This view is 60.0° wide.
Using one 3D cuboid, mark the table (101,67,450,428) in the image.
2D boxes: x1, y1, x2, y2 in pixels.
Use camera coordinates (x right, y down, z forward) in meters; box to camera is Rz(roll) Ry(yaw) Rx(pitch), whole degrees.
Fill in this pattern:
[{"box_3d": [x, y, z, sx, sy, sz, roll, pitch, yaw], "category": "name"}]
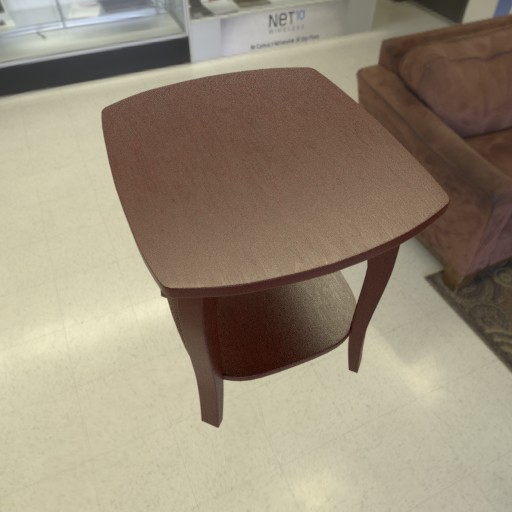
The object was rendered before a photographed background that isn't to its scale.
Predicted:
[{"box_3d": [0.000, 0.000, 0.864, 0.433, 0.496, 0.502, -17, 50, -14], "category": "table"}]
